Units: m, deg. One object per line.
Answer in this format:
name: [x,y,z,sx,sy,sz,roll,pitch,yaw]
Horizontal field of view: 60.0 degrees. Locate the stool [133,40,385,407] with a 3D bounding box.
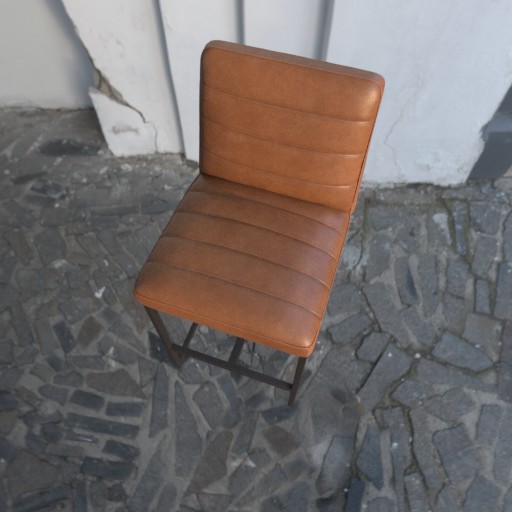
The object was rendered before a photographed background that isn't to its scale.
stool: [0.000,0.000,1.266,0.458,0.940,0.556,16,59,10]
